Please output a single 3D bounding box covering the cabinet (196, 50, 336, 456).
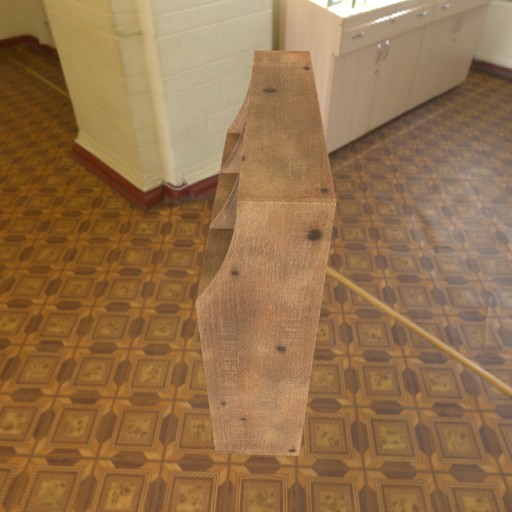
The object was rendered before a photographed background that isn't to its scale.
[{"bbox_3d":[0.000,0.000,0.841,0.184,0.590,0.489,1,42,1],"label":"cabinet"}]
